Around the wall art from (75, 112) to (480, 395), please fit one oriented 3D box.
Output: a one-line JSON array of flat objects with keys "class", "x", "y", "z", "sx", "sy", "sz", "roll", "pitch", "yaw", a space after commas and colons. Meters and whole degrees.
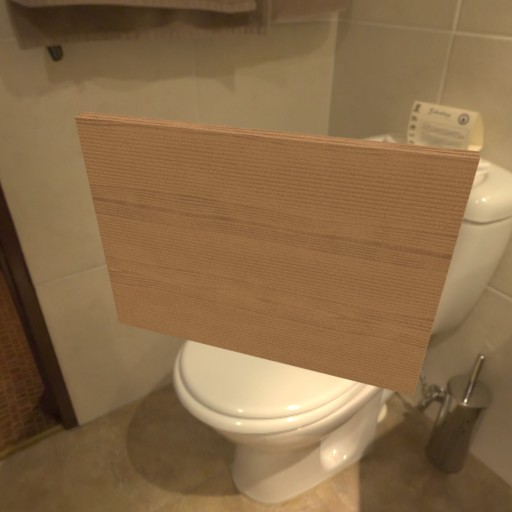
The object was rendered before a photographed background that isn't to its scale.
[{"class": "wall art", "x": 0.000, "y": 0.000, "z": 1.069, "sx": 0.841, "sy": 0.609, "sz": 0.063, "roll": 10, "pitch": 34, "yaw": 16}]
